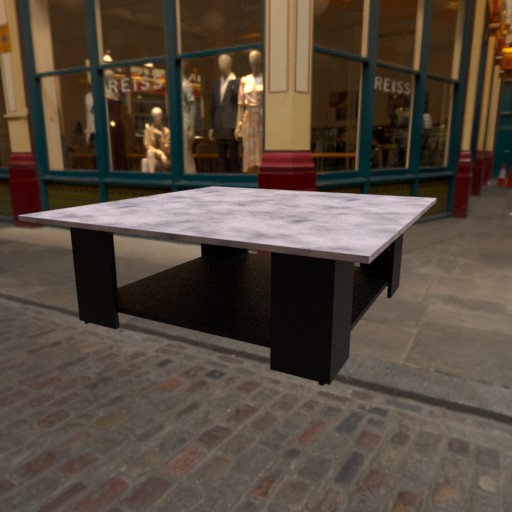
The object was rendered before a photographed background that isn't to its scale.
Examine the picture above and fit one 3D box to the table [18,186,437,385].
[{"bbox_3d":[0.000,0.000,1.337,0.890,0.305,0.890,7,16,27],"label":"table"}]
